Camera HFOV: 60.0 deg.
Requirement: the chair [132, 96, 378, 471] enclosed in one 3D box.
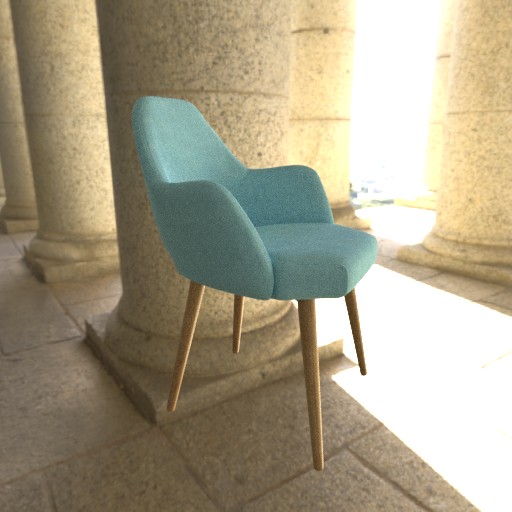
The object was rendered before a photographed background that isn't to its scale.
[{"bbox_3d":[0.000,0.000,1.219,0.610,0.840,0.590,7,17,25],"label":"chair"}]
